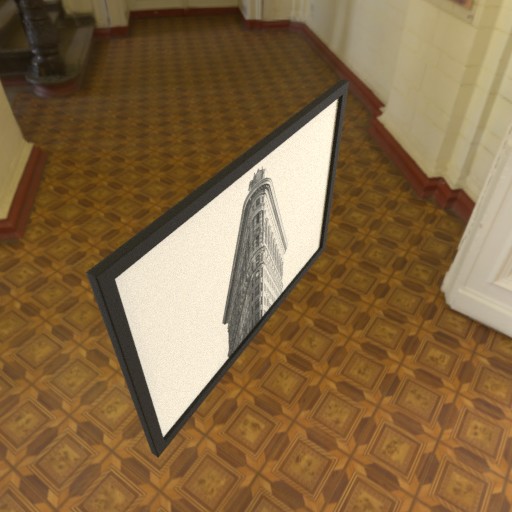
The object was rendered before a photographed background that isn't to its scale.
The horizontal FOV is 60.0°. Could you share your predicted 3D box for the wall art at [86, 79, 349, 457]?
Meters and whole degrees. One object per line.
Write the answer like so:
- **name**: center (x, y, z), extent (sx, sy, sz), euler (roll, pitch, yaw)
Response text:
- **wall art**: center (0.000, 0.000, 1.223), extent (0.049, 0.659, 0.964), euler (25, 48, 25)
